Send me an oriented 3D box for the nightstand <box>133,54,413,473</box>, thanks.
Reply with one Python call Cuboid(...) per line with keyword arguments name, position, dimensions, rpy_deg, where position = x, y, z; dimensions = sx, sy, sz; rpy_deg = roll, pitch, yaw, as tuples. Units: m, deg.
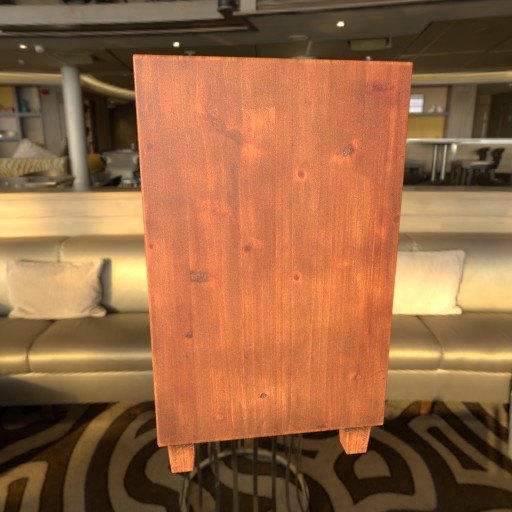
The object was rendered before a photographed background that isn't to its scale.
Cuboid(name="nightstand", position=(0.000, 0.000, 0.935), dimensions=(0.410, 0.695, 0.465), rpy_deg=(-2, 15, -8))
